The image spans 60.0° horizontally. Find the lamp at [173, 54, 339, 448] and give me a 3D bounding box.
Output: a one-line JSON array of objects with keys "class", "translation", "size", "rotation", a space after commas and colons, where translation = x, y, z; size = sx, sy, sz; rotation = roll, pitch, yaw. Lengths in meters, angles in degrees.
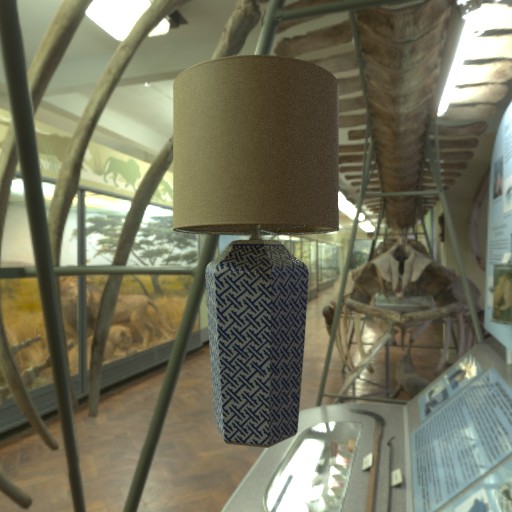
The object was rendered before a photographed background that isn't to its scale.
[{"class": "lamp", "translation": [0.000, 0.000, 0.865], "size": [0.320, 0.682, 0.320], "rotation": [0, -1, 18]}]
